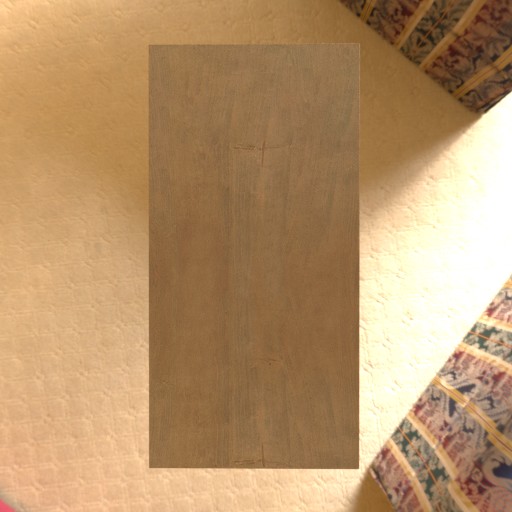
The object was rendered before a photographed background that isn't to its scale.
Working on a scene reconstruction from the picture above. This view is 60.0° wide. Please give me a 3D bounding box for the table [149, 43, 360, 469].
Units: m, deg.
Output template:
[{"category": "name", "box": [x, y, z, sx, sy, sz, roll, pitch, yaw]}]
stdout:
[{"category": "table", "box": [0.000, 0.000, 1.623, 0.556, 0.914, 1.119, 0, 90, 1]}]
